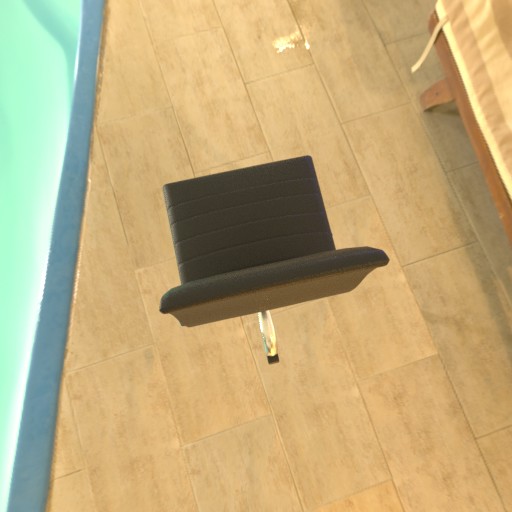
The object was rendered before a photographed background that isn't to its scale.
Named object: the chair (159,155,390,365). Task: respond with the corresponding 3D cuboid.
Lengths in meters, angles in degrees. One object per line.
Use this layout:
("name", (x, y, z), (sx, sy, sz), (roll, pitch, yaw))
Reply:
("chair", (0.000, 0.000, 1.131), (0.556, 0.780, 0.530), (-12, 75, -3))
